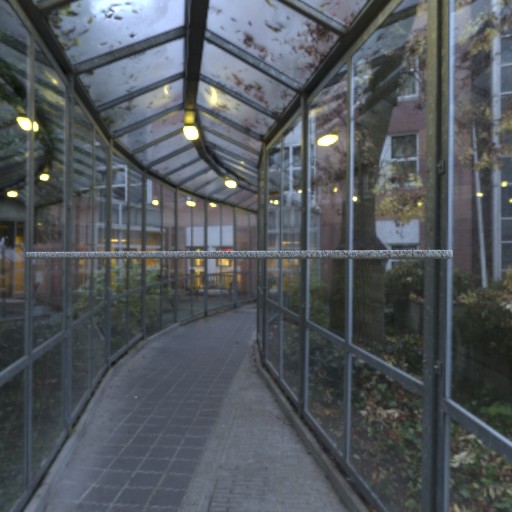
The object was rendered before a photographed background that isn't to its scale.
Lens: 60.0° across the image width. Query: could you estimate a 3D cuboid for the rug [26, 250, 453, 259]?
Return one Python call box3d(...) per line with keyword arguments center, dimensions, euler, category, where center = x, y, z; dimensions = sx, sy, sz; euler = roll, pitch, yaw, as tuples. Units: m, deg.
box3d(center=(0.000, 0.000, 2.115), dimensions=(1.600, 0.027, 1.200), euler=(0, 0, 17), category="rug")
